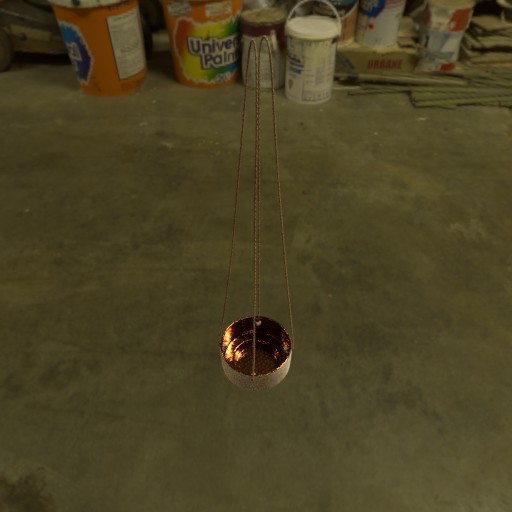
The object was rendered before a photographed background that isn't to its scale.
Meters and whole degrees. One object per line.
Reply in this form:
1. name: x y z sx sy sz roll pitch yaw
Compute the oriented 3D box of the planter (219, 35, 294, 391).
1. planter: 0.000 0.000 1.103 0.223 1.030 0.223 -31 53 -27
